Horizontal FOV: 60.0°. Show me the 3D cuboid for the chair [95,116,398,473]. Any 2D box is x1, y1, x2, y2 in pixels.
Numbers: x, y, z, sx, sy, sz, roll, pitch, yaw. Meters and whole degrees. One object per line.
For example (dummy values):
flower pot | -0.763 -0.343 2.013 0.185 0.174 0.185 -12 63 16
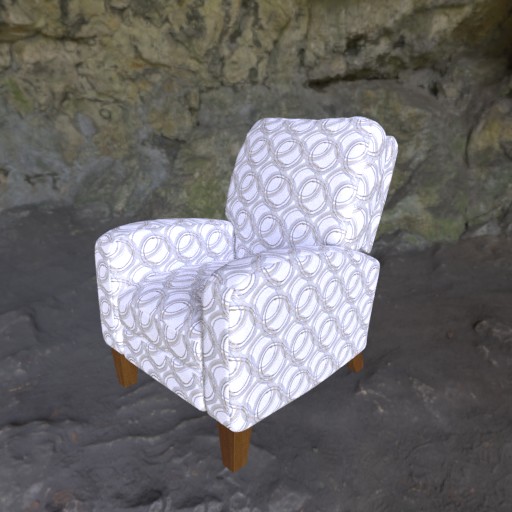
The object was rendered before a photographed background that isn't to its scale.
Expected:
chair | 0.000 0.000 1.775 0.796 1.065 0.995 16 24 42
